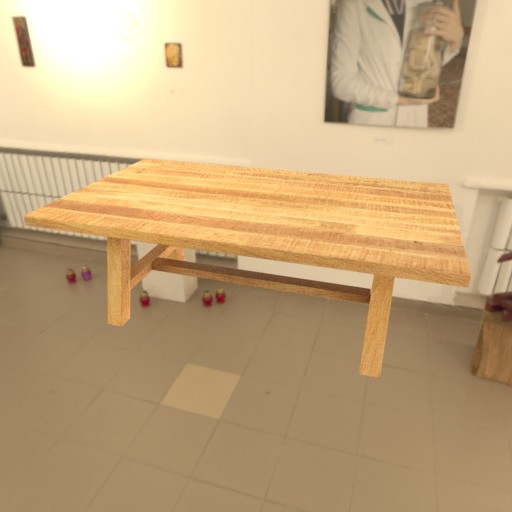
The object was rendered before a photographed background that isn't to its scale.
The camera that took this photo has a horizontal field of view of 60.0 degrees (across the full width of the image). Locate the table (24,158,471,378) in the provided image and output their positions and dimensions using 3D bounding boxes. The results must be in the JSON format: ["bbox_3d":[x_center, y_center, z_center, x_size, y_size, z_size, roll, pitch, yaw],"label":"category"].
[{"bbox_3d":[0.000,0.000,1.665,1.320,0.455,0.760,8,28,15],"label":"table"}]
